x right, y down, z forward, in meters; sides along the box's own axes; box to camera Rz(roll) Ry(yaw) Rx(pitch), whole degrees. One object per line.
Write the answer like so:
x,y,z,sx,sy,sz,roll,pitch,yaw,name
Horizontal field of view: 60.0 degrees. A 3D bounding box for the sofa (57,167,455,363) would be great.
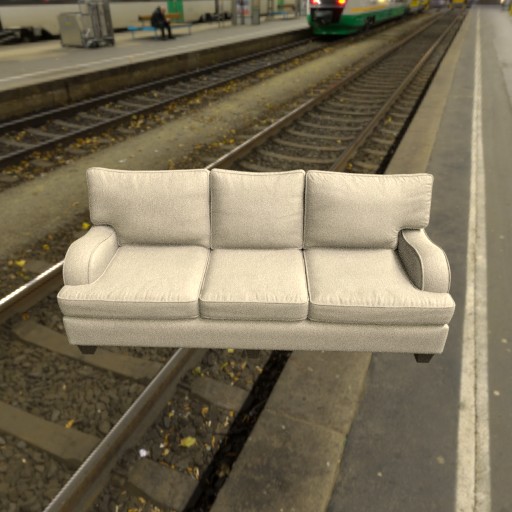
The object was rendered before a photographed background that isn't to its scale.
0.000,0.000,2.930,2.323,0.991,1.016,1,31,2,sofa
